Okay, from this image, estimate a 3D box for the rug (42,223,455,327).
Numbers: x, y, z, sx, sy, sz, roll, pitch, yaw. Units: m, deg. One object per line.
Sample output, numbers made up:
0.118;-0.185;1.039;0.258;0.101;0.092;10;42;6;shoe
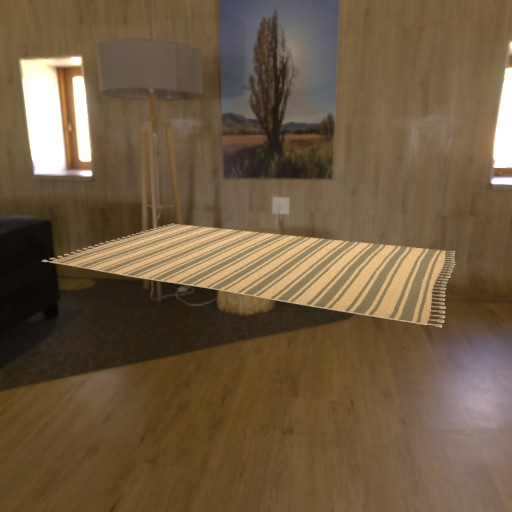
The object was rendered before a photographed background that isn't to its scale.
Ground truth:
0.000;0.000;2.552;2.084;0.009;1.222;7;16;25;rug
